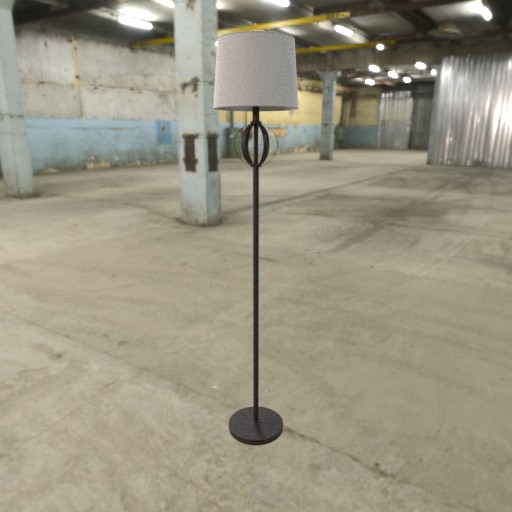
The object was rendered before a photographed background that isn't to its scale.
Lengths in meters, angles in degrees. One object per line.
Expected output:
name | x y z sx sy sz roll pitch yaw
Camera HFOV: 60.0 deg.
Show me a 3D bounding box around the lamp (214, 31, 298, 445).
lamp | 0.000 0.000 1.636 0.286 1.462 0.286 -8 17 -26
